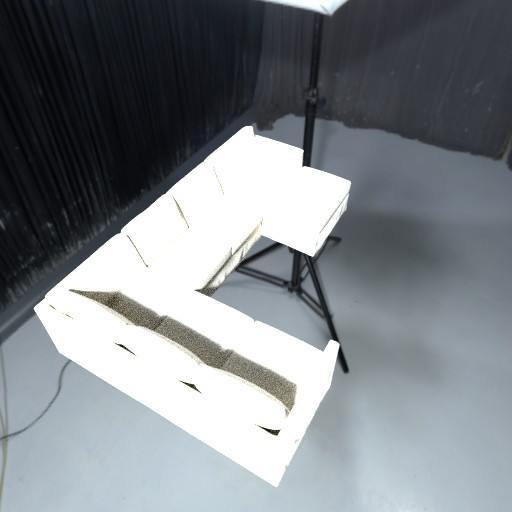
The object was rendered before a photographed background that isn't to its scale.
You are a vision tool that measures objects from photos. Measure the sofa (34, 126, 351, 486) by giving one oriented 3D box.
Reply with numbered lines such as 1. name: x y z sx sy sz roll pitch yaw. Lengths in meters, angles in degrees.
1. sofa: 0.000 0.000 4.598 2.427 0.882 3.460 23 50 21
